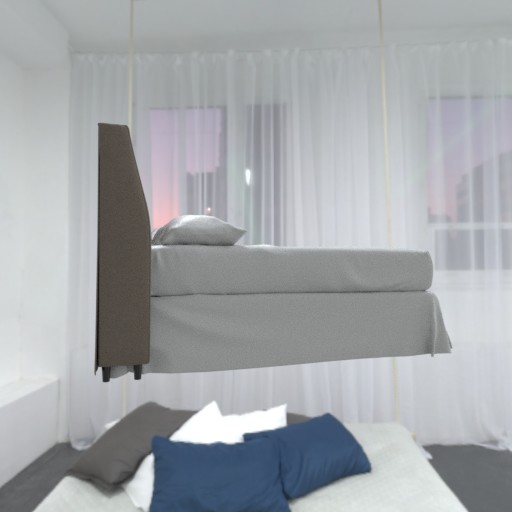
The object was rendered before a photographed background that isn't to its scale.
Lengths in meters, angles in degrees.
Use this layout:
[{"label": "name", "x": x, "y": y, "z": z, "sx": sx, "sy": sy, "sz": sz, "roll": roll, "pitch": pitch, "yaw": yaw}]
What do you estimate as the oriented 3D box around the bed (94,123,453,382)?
[{"label": "bed", "x": 0.000, "y": 0.000, "z": 3.440, "sx": 2.276, "sy": 1.332, "sz": 1.925, "roll": 0, "pitch": -1, "yaw": -17}]
